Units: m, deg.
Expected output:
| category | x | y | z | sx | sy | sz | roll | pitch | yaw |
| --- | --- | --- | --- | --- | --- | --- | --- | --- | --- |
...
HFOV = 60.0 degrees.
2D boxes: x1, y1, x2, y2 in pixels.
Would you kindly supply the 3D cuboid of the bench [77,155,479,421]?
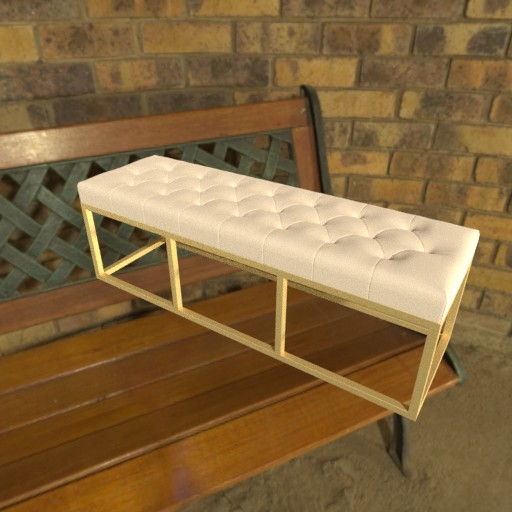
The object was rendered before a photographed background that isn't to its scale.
| category | x | y | z | sx | sy | sz | roll | pitch | yaw |
| --- | --- | --- | --- | --- | --- | --- | --- | --- | --- |
| bench | 0.000 | 0.000 | 1.750 | 1.473 | 0.484 | 0.457 | 18 | 35 | 28 |
